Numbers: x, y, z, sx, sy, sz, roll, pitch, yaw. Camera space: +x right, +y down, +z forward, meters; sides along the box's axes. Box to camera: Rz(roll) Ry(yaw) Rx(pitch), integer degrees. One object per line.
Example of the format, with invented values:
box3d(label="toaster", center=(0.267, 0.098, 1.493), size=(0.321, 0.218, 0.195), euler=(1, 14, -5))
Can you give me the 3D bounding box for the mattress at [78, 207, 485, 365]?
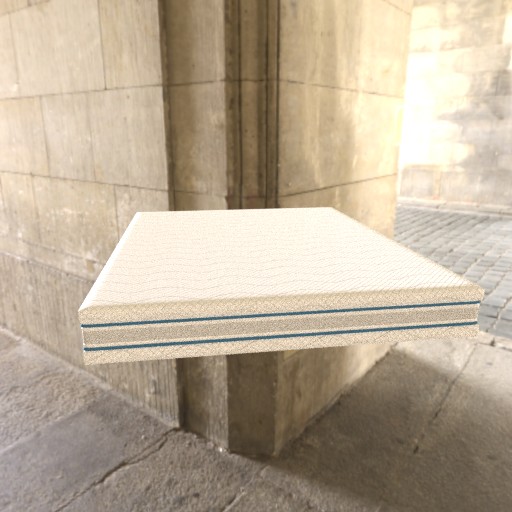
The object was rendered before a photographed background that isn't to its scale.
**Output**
box3d(label="mattress", center=(0.000, 0.000, 2.675), size=(1.600, 0.230, 2.000), euler=(-2, 16, -8))
